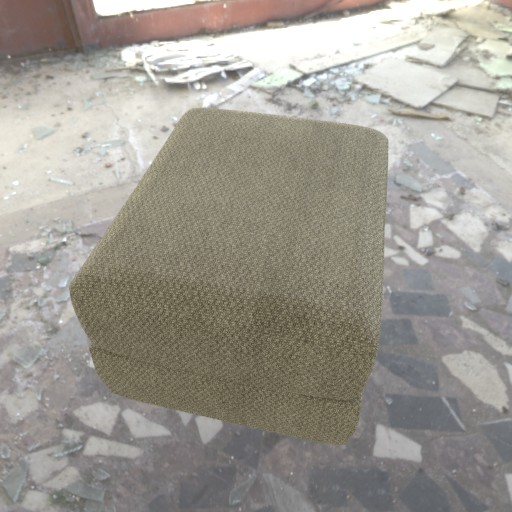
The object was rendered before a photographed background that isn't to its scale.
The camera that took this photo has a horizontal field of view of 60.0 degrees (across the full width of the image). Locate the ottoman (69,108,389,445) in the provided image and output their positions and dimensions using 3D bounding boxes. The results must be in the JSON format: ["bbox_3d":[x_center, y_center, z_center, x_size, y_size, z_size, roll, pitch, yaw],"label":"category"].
[{"bbox_3d":[0.000,0.000,1.151,0.603,0.476,0.751,10,48,9],"label":"ottoman"}]
